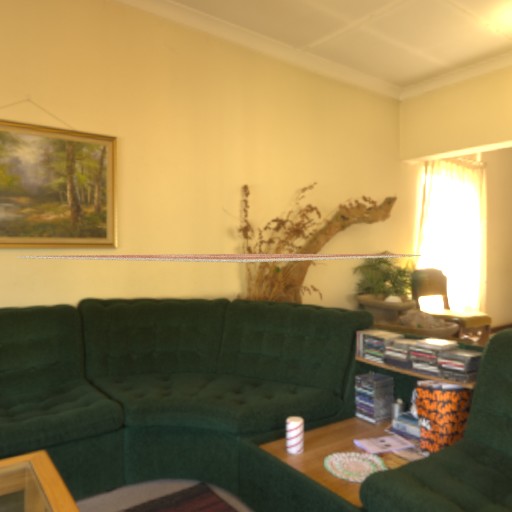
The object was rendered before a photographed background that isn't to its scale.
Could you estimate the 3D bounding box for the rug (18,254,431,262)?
[{"bbox_3d":[0.000,0.000,2.818,1.555,0.011,2.232,1,1,36],"label":"rug"}]
